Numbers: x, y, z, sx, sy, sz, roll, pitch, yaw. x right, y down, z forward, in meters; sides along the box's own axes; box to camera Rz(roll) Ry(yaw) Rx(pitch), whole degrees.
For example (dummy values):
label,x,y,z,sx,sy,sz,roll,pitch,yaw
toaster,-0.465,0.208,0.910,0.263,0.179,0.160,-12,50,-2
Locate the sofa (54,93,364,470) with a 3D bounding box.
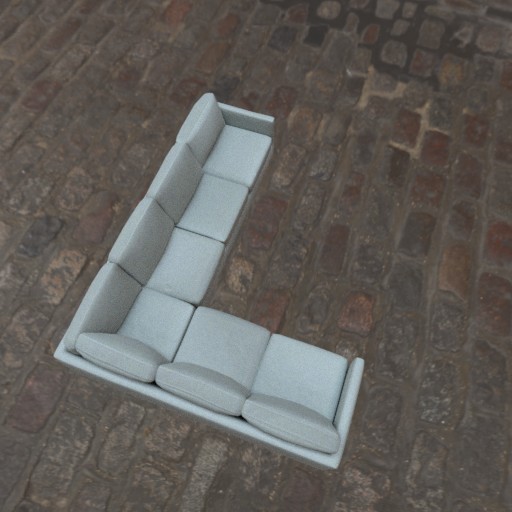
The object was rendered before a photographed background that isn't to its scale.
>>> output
label,x,y,z,sx,sy,sz,roll,pitch,yaw
sofa,0.000,0.000,4.514,2.592,0.947,3.301,18,65,9
